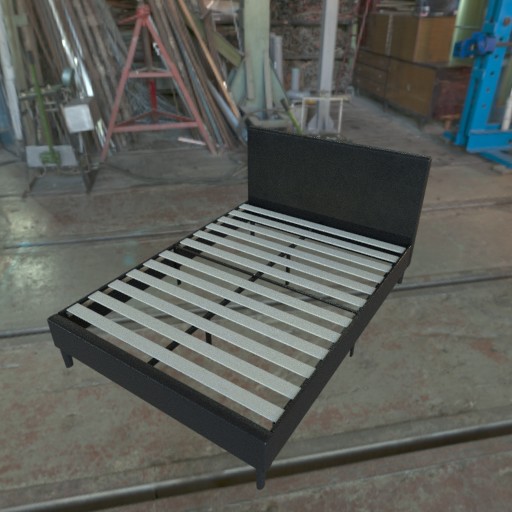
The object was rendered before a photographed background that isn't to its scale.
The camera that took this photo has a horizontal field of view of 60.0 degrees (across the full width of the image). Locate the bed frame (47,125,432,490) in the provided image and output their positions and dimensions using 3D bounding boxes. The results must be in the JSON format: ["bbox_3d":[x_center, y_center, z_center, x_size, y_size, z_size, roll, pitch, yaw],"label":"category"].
[{"bbox_3d":[0.000,0.000,3.151,1.634,1.127,2.318,19,35,28],"label":"bed frame"}]
